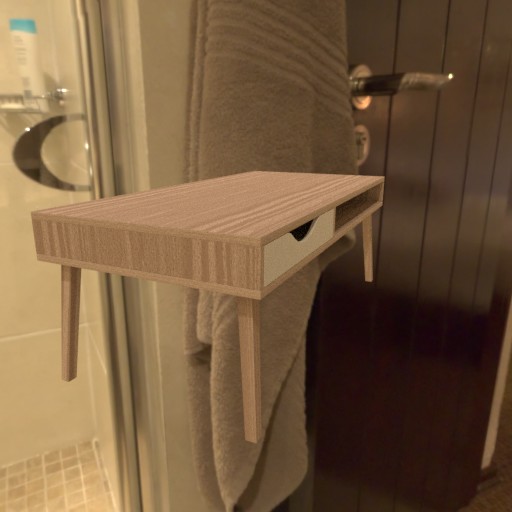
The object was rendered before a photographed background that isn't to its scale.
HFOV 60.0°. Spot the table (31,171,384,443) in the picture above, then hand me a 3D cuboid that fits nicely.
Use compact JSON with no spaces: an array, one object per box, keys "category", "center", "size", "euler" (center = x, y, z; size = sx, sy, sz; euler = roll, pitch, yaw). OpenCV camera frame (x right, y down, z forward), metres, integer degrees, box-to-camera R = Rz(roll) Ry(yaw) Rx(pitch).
[{"category":"table","center":[0.000,0.000,1.498],"size":[0.600,0.450,1.200],"euler":[8,17,25]}]
